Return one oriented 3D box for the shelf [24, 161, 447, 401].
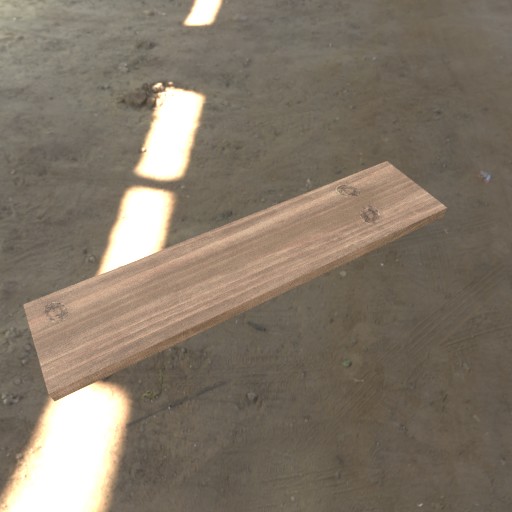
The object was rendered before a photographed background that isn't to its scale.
[{"bbox_3d":[0.000,0.000,0.638,0.610,0.020,0.140,-23,52,-20],"label":"shelf"}]
